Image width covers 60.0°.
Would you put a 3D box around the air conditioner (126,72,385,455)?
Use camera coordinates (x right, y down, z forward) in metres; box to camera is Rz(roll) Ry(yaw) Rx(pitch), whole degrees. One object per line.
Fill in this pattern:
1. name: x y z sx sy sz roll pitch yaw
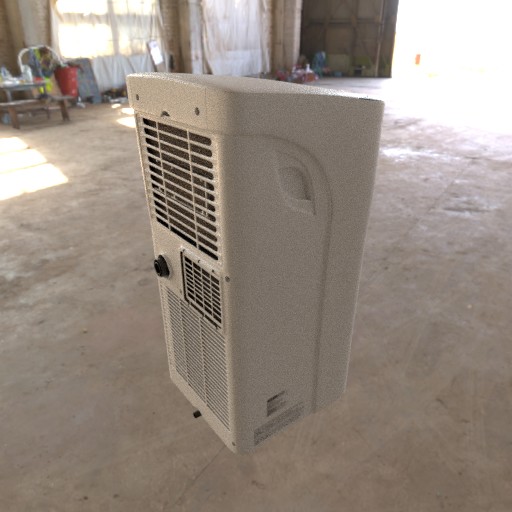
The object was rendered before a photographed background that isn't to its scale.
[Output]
1. air conditioner: 0.000 0.000 0.924 0.369 0.716 0.352 -18 32 -33
